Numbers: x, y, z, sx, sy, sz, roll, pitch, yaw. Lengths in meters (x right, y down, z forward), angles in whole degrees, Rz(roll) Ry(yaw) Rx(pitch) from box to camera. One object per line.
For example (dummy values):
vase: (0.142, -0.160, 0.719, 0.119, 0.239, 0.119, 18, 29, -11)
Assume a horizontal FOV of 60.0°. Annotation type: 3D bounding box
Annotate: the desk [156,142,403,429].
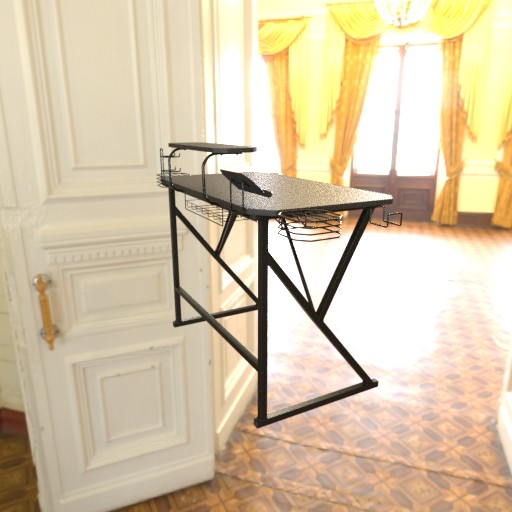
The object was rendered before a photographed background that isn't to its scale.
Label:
desk: (0.000, 0.000, 1.793, 0.580, 0.880, 1.290, -9, 18, -27)
